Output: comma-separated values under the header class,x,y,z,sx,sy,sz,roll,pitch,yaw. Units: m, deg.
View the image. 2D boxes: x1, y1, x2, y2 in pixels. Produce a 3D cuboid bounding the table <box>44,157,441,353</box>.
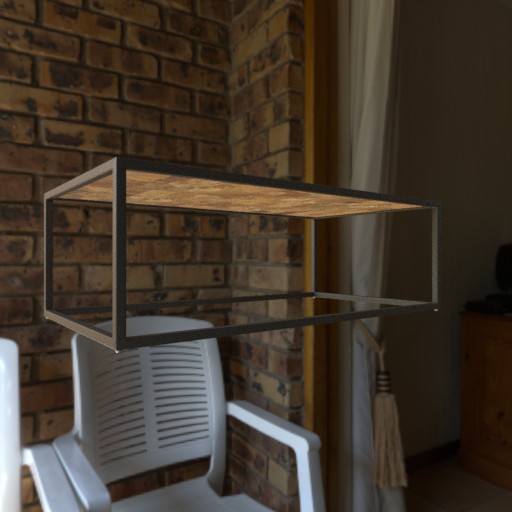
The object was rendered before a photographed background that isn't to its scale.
class,x,y,z,sx,sy,sz,roll,pitch,yaw
table,0.000,0.000,1.512,1.199,0.398,0.649,0,0,-37
